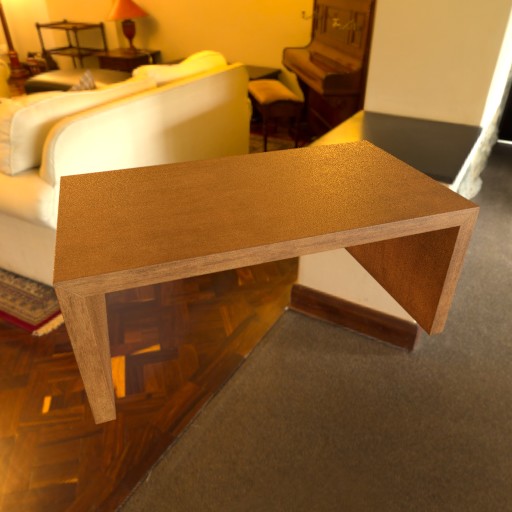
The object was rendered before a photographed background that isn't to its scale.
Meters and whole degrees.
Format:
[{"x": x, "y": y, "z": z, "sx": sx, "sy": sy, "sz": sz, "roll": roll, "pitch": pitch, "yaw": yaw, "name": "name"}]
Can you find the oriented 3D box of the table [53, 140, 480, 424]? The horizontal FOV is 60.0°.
[{"x": 0.000, "y": 0.000, "z": 1.303, "sx": 1.000, "sy": 0.419, "sz": 0.549, "roll": -10, "pitch": 34, "yaw": -16, "name": "table"}]
